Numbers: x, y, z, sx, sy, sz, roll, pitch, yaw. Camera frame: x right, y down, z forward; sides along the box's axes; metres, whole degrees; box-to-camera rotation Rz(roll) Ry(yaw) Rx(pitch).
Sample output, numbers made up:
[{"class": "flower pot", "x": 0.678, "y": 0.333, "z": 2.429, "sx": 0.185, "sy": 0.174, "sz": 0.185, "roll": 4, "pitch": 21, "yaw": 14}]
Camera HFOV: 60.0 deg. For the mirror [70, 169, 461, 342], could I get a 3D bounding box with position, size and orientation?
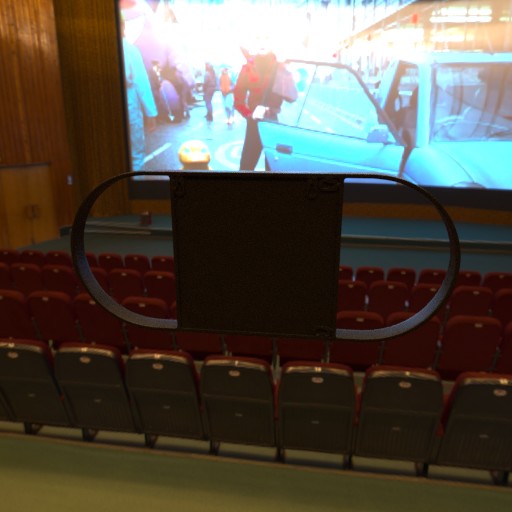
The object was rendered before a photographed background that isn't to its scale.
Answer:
[{"class": "mirror", "x": 0.000, "y": 0.000, "z": 0.675, "sx": 0.584, "sy": 0.254, "sz": 0.032, "roll": 2, "pitch": 16, "yaw": 7}]
